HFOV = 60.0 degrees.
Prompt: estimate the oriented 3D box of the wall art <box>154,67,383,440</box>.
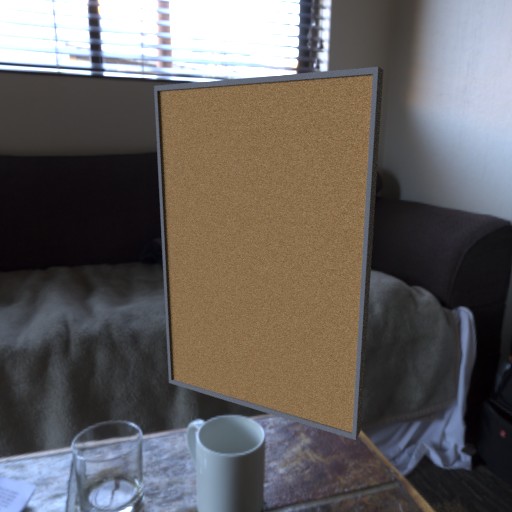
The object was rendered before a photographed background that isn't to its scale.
[{"bbox_3d":[0.000,0.000,1.003,0.511,0.753,0.039,7,15,27],"label":"wall art"}]
